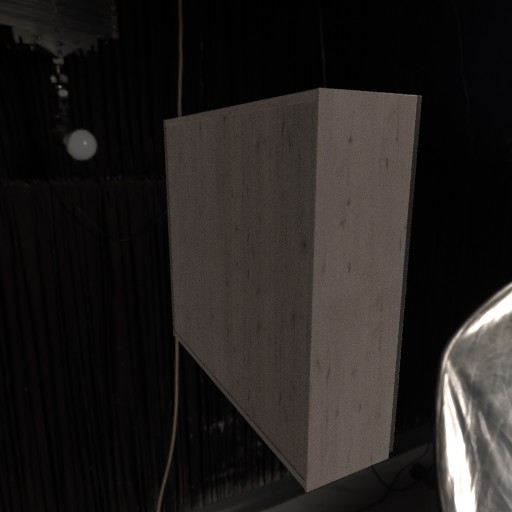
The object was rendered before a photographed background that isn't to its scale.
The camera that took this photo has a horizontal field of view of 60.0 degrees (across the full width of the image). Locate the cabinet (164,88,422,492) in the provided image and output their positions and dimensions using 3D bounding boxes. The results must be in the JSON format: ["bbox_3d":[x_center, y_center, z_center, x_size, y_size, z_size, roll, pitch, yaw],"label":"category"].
[{"bbox_3d":[0.000,0.000,3.507,0.660,2.180,2.500,-7,15,-27],"label":"cabinet"}]
